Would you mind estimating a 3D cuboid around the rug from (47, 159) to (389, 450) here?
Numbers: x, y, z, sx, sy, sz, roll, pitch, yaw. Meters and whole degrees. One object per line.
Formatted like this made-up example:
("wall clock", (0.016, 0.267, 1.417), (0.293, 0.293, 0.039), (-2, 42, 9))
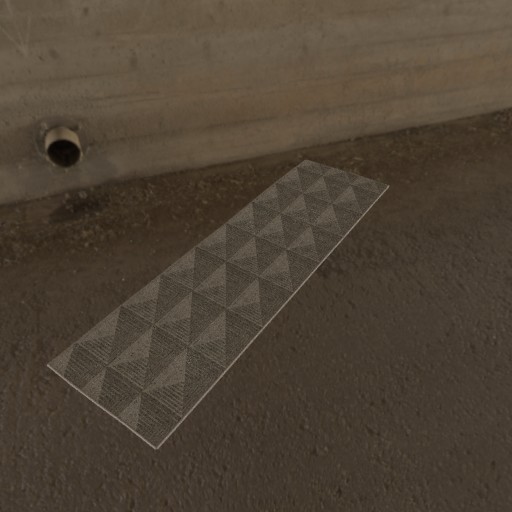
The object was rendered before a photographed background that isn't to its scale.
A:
("rug", (0.000, 0.000, 2.413), (0.645, 0.015, 2.182), (25, 47, 26))
